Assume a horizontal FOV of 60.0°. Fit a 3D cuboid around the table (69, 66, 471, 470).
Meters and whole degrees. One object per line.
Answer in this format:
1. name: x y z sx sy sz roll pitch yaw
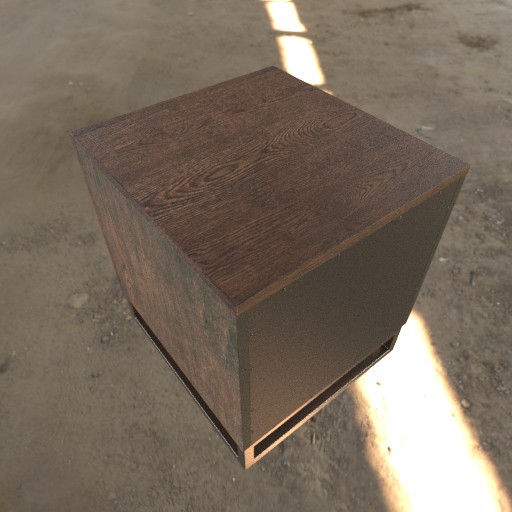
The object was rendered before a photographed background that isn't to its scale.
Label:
1. table: 0.000 0.000 1.021 0.506 0.582 0.566 -29 52 -26
